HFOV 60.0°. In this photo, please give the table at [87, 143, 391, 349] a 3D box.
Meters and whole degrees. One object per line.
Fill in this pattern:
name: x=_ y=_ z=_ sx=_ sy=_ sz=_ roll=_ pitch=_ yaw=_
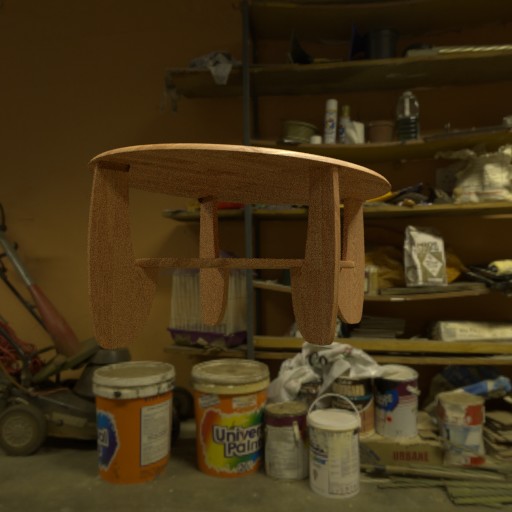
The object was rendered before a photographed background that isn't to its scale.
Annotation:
table: x=0.000 y=0.000 z=1.411 sx=1.040 sy=0.490 sz=0.690 roll=2 pitch=-3 yaw=-37
